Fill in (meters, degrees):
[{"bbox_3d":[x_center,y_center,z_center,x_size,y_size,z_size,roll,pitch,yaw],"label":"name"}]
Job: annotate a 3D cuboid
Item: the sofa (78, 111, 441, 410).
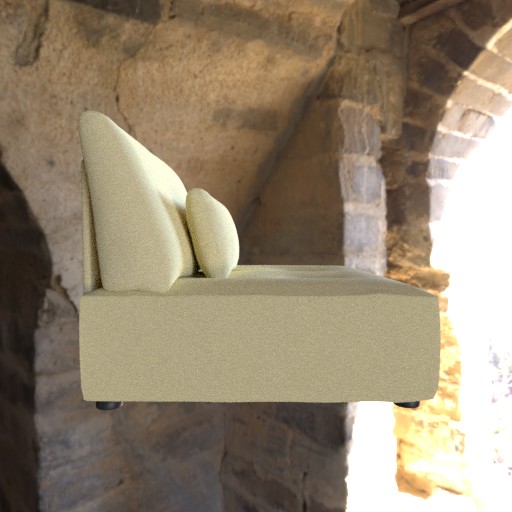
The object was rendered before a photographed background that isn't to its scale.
[{"bbox_3d":[0.000,0.000,1.644,1.000,0.820,0.930,0,2,0],"label":"sofa"}]
